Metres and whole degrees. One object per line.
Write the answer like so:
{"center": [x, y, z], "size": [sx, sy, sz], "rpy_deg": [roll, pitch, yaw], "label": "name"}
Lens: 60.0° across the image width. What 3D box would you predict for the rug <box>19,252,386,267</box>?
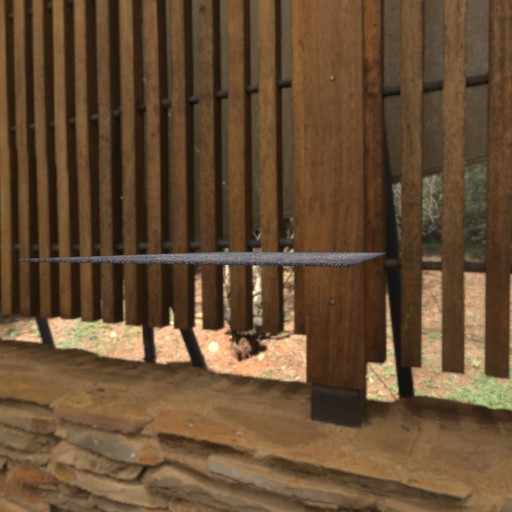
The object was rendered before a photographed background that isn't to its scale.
{"center": [0.000, 0.000, 2.174], "size": [1.139, 0.010, 1.754], "rpy_deg": [0, 1, 19], "label": "rug"}
